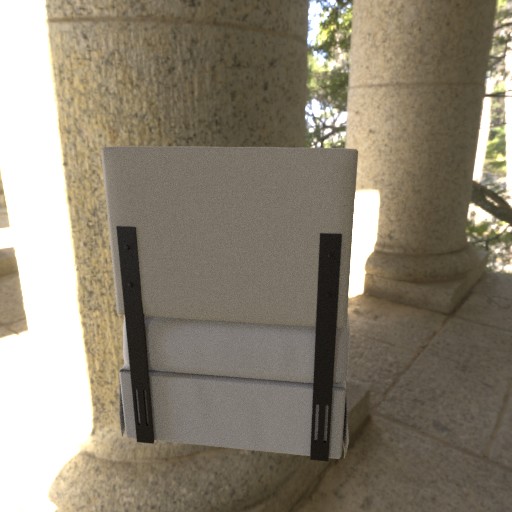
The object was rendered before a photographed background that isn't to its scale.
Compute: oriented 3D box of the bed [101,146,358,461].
[{"bbox_3d":[0.000,0.000,3.053,1.261,1.571,1.997,2,17,8],"label":"bed"}]
